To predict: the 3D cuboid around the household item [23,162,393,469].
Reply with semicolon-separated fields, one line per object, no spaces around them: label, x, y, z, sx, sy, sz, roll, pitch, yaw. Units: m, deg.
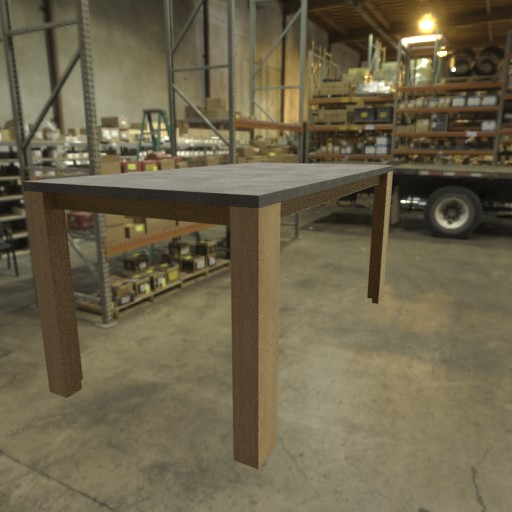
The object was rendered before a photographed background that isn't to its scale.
household item;0.000;0.000;2.008;0.850;0.755;1.600;7;16;27
